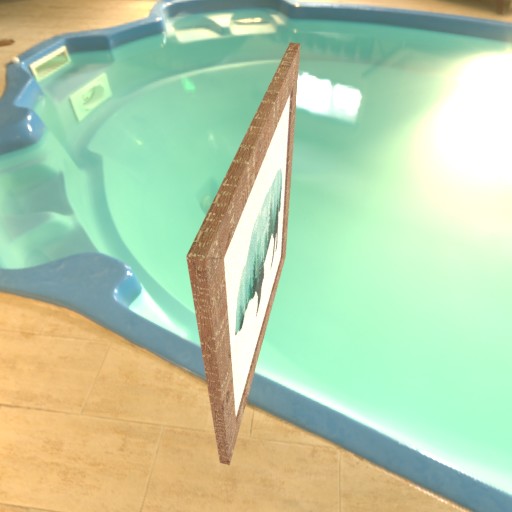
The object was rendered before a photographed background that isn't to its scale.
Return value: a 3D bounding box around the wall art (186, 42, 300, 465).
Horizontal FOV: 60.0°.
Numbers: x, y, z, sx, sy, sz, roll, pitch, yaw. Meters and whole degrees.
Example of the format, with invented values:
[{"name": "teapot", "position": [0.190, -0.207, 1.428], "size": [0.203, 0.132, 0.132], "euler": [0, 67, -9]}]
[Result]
[{"name": "wall art", "position": [0.000, 0.000, 0.559], "size": [0.022, 0.380, 0.380], "euler": [10, 47, 9]}]
